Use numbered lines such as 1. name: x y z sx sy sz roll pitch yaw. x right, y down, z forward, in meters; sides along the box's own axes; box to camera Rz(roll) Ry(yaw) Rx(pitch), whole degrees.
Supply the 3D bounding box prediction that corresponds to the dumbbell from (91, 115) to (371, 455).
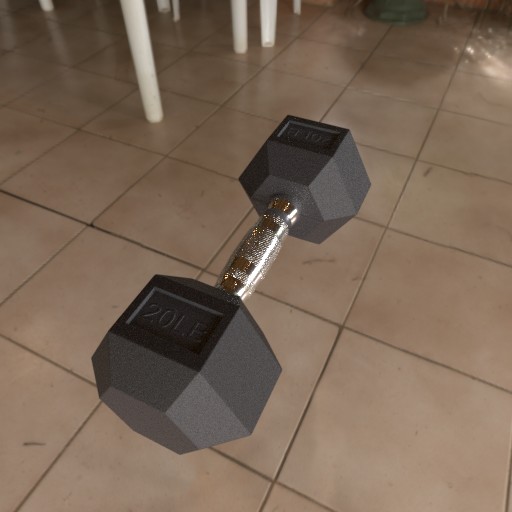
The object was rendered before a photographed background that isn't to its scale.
1. dumbbell: 0.000 0.000 0.351 0.116 0.101 0.297 19 50 17
